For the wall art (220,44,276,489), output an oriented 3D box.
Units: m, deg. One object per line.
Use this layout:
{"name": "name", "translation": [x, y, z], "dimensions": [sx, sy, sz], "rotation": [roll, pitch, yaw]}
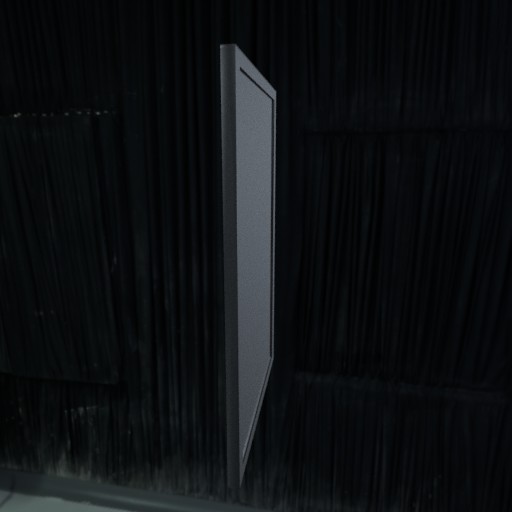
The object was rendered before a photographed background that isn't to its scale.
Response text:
{"name": "wall art", "translation": [0.000, 0.000, 0.562], "dimensions": [0.013, 0.431, 0.303], "rotation": [2, 13, 9]}
